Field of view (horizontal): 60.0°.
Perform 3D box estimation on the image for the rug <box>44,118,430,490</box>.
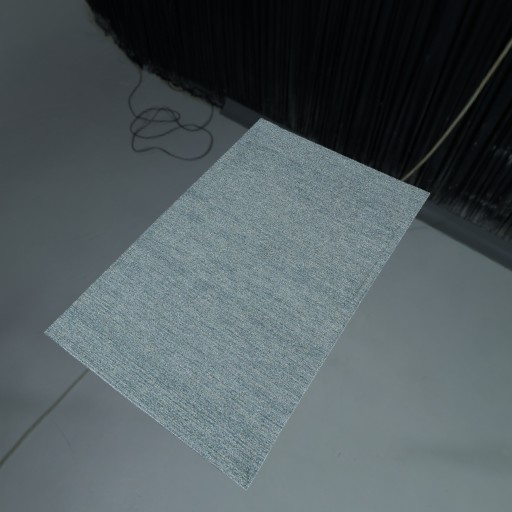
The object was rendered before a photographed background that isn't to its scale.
[{"bbox_3d":[0.000,0.000,2.325,1.174,0.022,1.853,30,62,18],"label":"rug"}]
